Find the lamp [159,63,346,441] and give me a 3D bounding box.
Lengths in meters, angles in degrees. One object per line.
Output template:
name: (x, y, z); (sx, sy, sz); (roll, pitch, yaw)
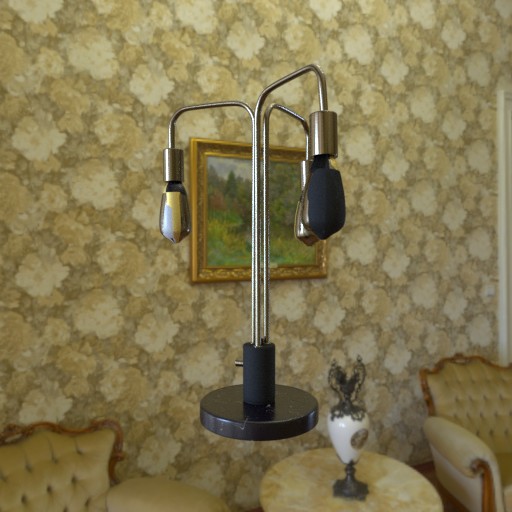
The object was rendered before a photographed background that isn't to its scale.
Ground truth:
lamp: (0.000, 0.000, 0.804); (0.368, 0.560, 0.355); (0, 0, 20)
